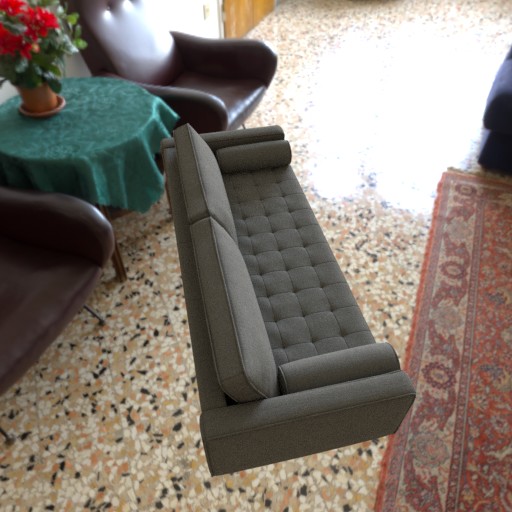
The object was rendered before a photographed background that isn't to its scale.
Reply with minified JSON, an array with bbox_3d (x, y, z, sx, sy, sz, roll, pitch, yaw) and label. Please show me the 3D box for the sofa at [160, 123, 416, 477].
[{"bbox_3d":[0.000,0.000,2.619,0.914,0.762,2.198,-9,47,-9],"label":"sofa"}]
